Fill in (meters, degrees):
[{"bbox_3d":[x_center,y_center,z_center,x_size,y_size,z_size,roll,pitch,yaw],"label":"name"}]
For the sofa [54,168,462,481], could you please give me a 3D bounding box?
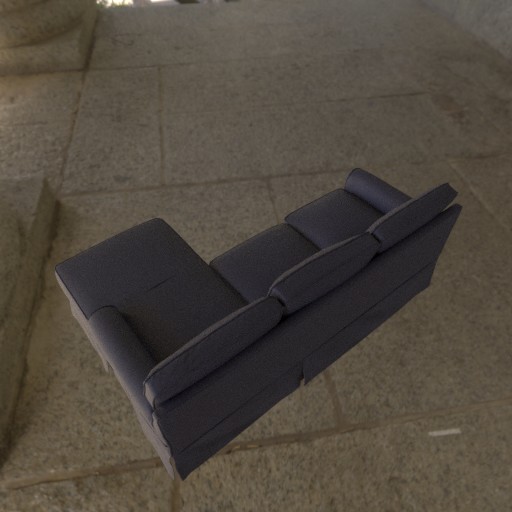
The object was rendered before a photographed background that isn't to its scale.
[{"bbox_3d":[0.000,0.000,3.261,2.518,1.039,1.637,-30,54,-25],"label":"sofa"}]
